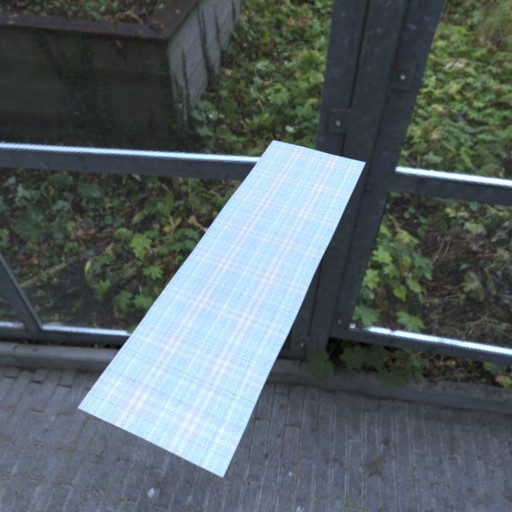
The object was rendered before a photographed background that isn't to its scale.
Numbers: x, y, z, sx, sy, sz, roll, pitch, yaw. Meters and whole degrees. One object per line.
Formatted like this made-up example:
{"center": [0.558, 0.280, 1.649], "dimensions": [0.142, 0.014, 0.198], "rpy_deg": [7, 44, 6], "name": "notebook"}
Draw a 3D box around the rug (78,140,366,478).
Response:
{"center": [0.000, 0.000, 2.727], "dimensions": [0.762, 0.013, 2.439], "rpy_deg": [18, 50, 16], "name": "rug"}
